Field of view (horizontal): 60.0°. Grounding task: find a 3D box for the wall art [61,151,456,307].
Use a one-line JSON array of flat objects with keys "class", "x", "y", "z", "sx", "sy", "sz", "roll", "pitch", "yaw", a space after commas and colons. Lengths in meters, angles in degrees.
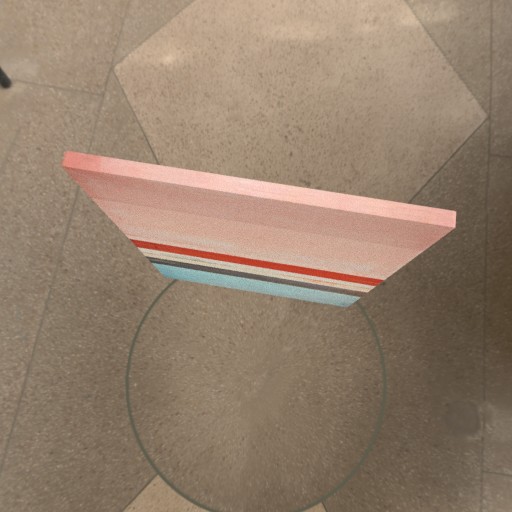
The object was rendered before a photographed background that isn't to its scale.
[{"class": "wall art", "x": 0.000, "y": 0.000, "z": 1.340, "sx": 0.761, "sy": 1.016, "sz": 0.039, "roll": 9, "pitch": 75, "yaw": 2}]
